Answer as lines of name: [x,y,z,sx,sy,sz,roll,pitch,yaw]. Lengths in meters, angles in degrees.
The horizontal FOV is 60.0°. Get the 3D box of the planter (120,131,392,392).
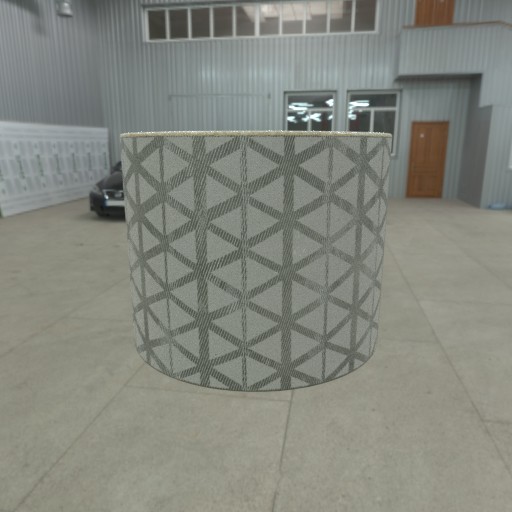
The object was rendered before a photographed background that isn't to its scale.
planter: [0.000,0.000,0.453,0.250,0.239,0.250,0,14,0]
